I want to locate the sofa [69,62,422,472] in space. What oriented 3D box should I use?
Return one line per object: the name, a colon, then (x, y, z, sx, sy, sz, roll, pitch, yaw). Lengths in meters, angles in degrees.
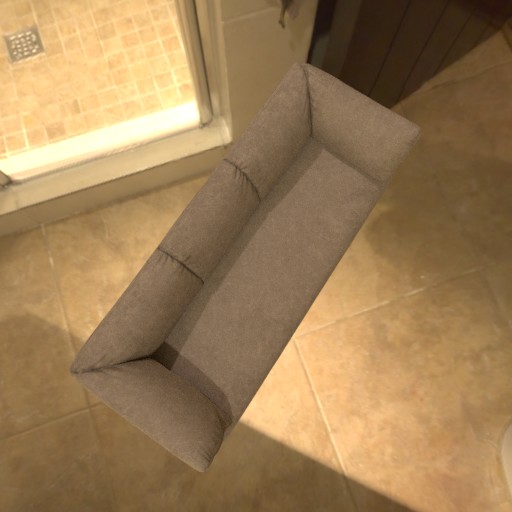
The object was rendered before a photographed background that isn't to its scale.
sofa: (0.000, 0.000, 2.709, 0.899, 0.758, 2.238, 33, 79, 7)
